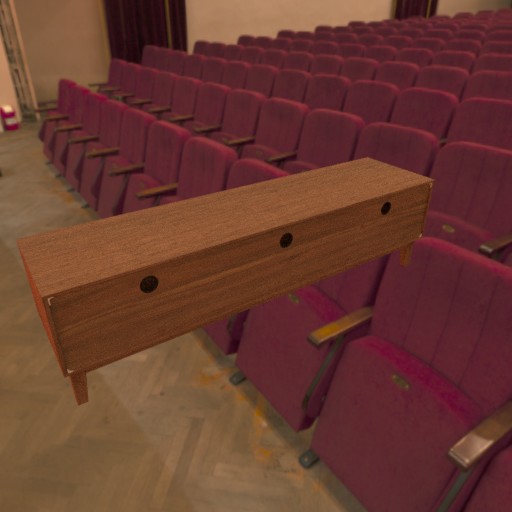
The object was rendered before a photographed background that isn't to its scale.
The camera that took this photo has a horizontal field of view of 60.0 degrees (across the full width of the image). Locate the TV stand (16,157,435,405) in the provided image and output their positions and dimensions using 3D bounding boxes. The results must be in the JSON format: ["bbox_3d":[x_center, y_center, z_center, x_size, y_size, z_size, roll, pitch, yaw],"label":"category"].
[{"bbox_3d":[0.000,0.000,1.652,1.482,0.409,0.366,-18,34,-29],"label":"TV stand"}]
